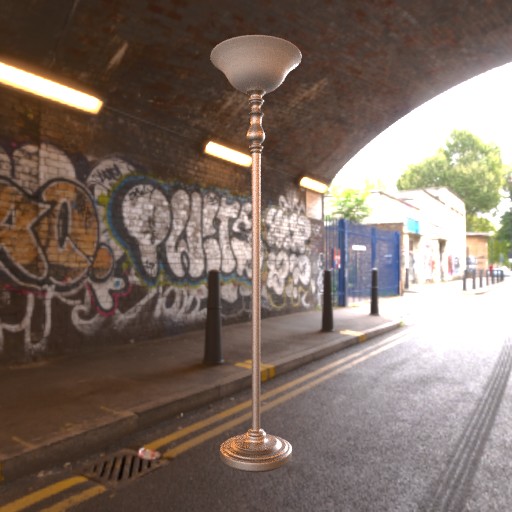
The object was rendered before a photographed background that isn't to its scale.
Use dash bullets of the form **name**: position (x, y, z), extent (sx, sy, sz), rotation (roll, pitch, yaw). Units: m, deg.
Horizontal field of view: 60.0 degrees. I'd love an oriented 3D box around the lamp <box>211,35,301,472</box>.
- **lamp**: position (0.000, 0.000, 1.966), extent (0.405, 1.771, 0.405), rotation (0, -1, -17)
